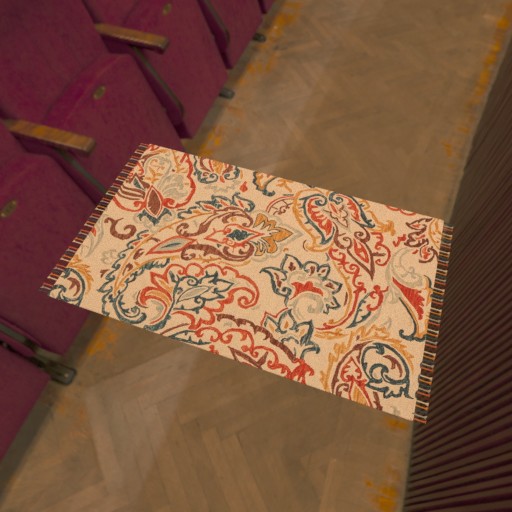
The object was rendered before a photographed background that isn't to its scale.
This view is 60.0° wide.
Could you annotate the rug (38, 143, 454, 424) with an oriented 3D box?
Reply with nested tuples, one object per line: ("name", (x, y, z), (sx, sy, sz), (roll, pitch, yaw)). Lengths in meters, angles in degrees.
("rug", (0.000, 0.000, 3.142), (2.584, 0.010, 1.523), (17, 59, 10))
